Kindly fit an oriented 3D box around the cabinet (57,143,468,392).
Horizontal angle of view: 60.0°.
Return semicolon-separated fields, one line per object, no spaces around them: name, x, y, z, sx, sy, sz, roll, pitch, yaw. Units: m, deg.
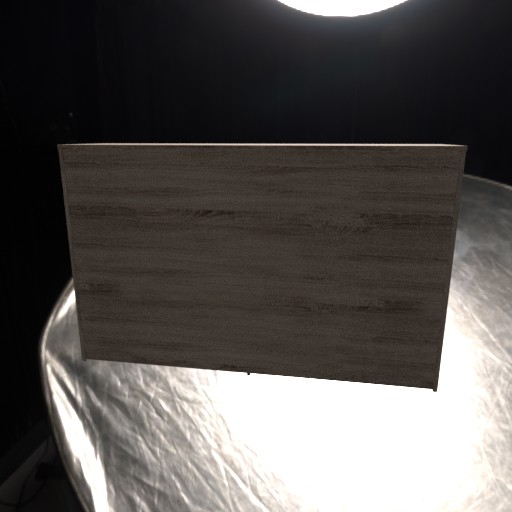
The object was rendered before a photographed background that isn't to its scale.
cabinet;0.000;0.000;1.844;1.450;0.900;0.380;3;15;9
